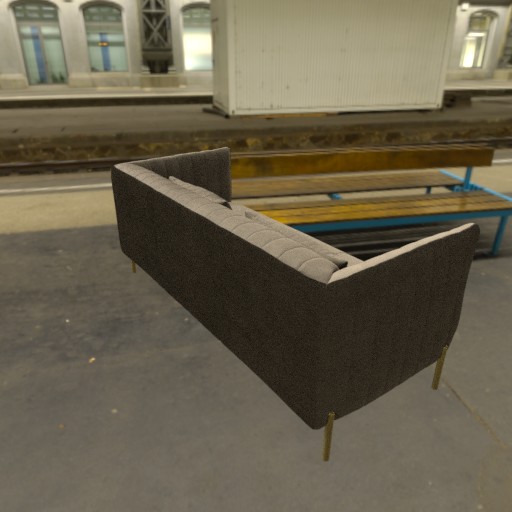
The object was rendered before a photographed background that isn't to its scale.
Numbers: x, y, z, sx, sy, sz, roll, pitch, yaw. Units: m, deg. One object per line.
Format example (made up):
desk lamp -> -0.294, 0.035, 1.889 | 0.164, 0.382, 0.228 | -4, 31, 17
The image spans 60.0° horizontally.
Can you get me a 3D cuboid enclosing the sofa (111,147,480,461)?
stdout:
sofa -> 0.000, 0.000, 2.406 | 0.876, 0.780, 1.980 | -17, 30, -32
